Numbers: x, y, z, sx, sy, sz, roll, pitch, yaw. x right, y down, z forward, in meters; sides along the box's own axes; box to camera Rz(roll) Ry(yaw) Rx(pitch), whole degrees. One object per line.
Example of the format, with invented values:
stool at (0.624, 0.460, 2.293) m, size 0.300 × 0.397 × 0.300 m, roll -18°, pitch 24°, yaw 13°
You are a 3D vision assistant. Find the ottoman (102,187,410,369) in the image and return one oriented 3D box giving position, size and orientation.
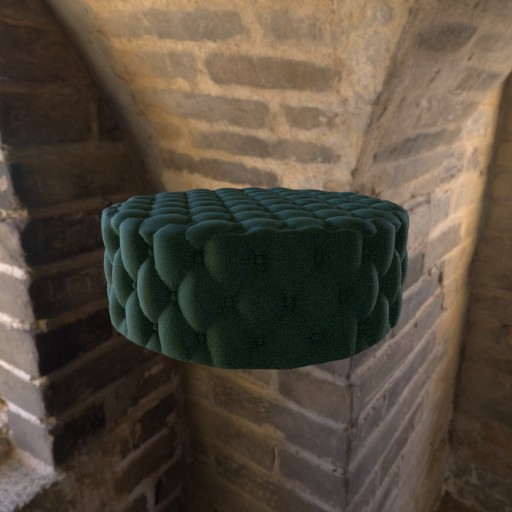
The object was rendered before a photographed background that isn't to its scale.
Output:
ottoman at (0.000, 0.000, 1.524) m, size 0.998 × 0.399 × 0.998 m, roll 0°, pitch 14°, yaw 0°
